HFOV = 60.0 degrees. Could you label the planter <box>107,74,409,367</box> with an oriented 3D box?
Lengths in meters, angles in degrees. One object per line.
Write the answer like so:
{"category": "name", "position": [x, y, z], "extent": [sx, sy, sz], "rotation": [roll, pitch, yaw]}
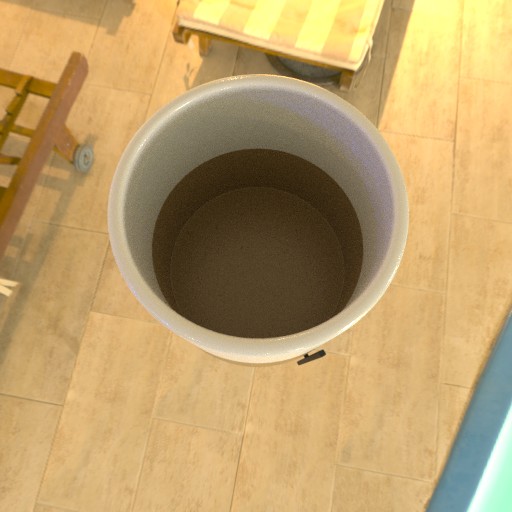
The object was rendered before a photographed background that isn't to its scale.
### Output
{"category": "planter", "position": [0.000, 0.000, 0.646], "extent": [0.310, 0.432, 0.310], "rotation": [15, 75, 4]}
